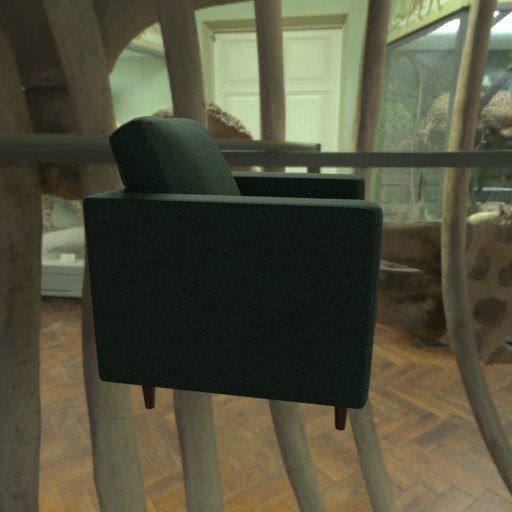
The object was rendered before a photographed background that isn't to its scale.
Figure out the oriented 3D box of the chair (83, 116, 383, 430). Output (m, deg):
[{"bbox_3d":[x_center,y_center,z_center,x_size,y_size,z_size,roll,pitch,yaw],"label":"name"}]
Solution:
[{"bbox_3d":[0.000,0.000,1.547,0.800,0.927,0.855,3,16,10],"label":"chair"}]
